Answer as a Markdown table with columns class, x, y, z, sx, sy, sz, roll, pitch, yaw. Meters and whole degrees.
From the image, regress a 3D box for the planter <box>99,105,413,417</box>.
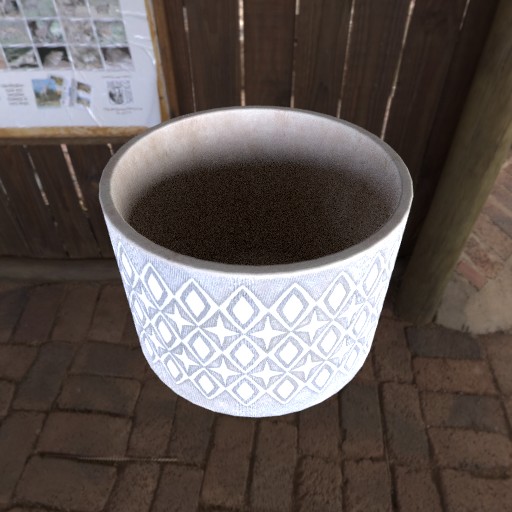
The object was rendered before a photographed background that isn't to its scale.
| class | x | y | z | sx | sy | sz | roll | pitch | yaw |
| --- | --- | --- | --- | --- | --- | --- | --- | --- | --- |
| planter | 0.000 | 0.000 | 0.281 | 0.164 | 0.127 | 0.164 | 0 | 42 | 0 |
